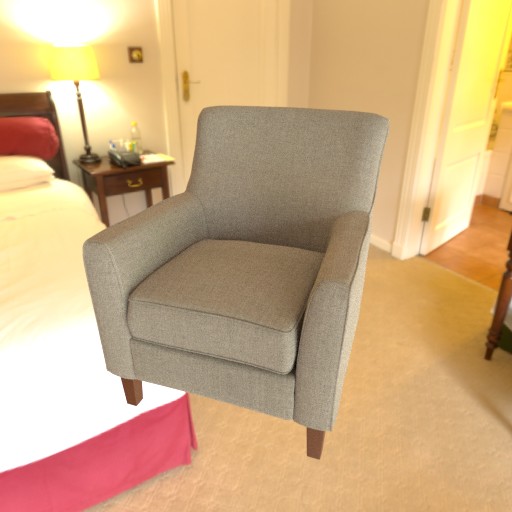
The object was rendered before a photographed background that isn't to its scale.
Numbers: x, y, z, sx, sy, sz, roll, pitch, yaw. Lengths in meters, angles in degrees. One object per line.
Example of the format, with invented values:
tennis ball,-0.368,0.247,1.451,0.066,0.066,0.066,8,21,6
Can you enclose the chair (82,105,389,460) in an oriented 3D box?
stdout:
chair,0.000,0.000,1.796,0.887,1.047,0.993,9,27,18
